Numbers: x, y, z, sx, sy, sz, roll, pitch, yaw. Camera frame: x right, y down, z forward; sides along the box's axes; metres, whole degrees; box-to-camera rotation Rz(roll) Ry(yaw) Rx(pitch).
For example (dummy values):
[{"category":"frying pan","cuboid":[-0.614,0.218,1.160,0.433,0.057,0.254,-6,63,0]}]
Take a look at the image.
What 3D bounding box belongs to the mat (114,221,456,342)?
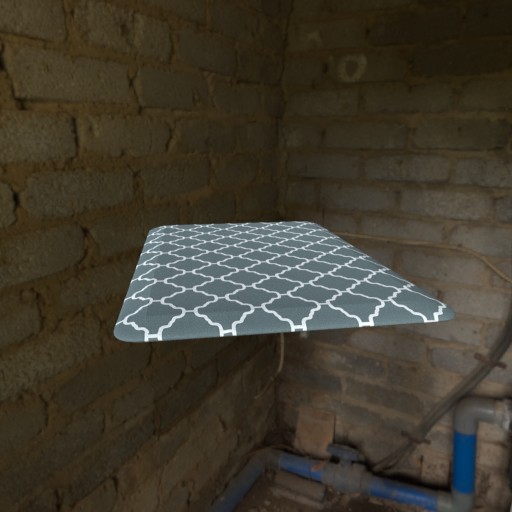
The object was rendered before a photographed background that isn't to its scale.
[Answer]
[{"category":"mat","cuboid":[0.000,0.000,0.977,0.508,0.021,0.762,-2,15,-9]}]
